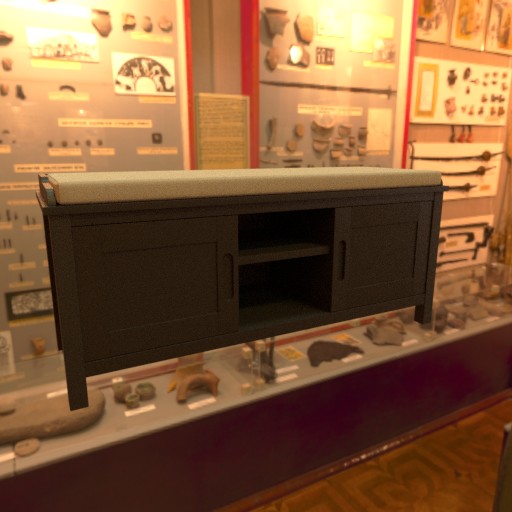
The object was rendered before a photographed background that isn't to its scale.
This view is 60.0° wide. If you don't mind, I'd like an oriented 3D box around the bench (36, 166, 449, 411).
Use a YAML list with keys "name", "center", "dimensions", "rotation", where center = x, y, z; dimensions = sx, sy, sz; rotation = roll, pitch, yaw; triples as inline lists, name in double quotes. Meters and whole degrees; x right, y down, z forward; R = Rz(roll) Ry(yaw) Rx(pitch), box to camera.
- name: "bench"
  center: [0.000, 0.000, 1.334]
  dimensions: [1.140, 0.501, 0.398]
  rotation: [-7, 15, -27]
